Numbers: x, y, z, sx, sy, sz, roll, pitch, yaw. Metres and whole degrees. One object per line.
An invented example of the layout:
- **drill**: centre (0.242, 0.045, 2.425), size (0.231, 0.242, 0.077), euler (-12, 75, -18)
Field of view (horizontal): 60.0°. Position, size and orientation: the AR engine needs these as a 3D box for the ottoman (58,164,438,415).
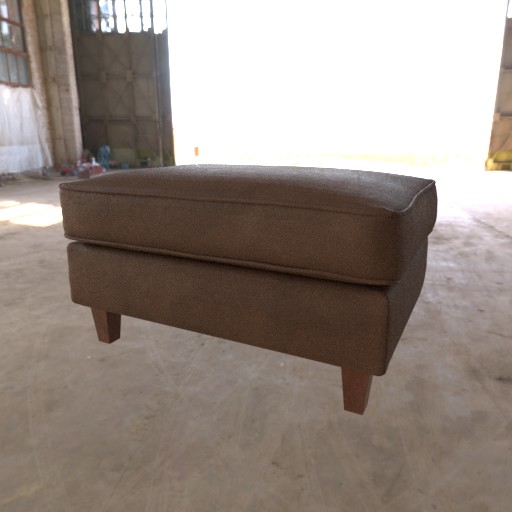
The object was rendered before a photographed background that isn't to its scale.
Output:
- **ottoman**: centre (0.000, 0.000, 1.215), size (0.860, 0.481, 0.596), euler (8, 17, 26)
